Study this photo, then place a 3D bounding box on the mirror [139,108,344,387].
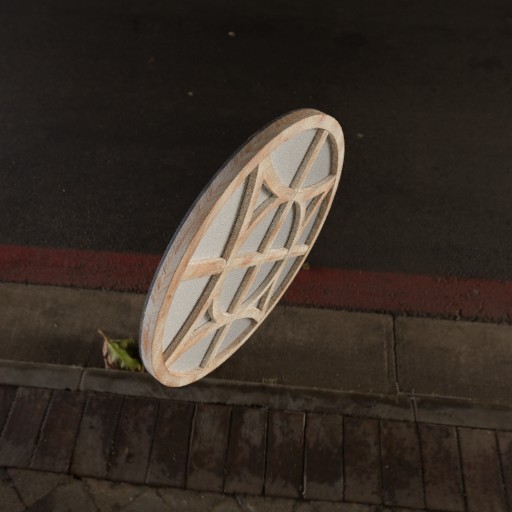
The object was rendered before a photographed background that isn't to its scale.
[{"bbox_3d":[0.000,0.000,1.058,0.038,0.710,0.710,33,62,20],"label":"mirror"}]
